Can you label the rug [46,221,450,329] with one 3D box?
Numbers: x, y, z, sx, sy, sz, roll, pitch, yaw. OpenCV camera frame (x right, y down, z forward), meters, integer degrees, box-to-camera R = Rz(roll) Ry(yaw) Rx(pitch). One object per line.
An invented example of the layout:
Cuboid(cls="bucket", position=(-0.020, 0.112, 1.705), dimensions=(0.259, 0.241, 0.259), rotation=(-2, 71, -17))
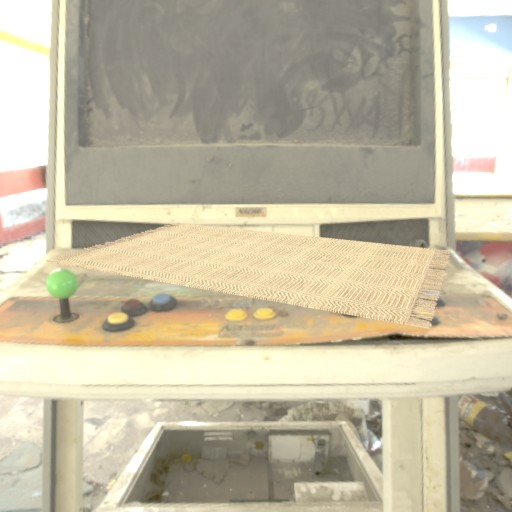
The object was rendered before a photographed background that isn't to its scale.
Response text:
Cuboid(cls="rug", position=(0.000, 0.000, 2.554), dimensions=(2.021, 0.027, 1.224), rotation=(7, 17, 25))
